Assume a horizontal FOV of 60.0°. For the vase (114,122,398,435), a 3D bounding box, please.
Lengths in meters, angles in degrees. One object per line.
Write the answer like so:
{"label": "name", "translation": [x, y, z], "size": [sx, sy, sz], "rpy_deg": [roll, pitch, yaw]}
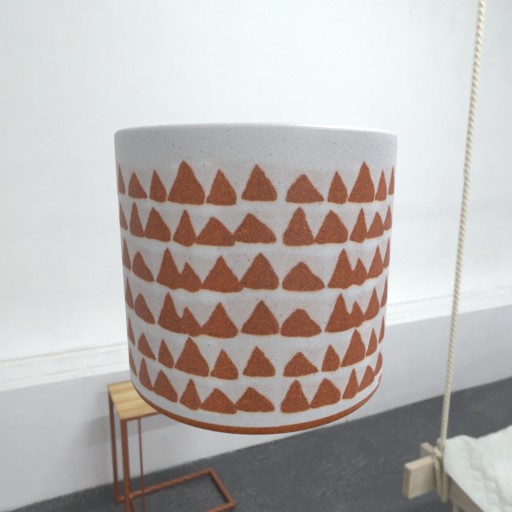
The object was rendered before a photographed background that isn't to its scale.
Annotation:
{"label": "vase", "translation": [0.000, 0.000, 0.237], "size": [0.137, 0.127, 0.137], "rpy_deg": [0, 12, 0]}
